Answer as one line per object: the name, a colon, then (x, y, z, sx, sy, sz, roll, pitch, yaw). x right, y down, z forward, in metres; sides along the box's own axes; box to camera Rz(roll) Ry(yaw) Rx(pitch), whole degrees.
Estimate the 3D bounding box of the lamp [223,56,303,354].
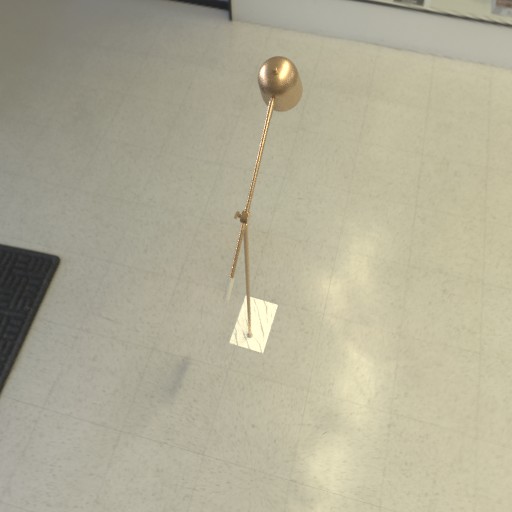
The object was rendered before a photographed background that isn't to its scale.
lamp: (0.000, 0.000, 1.828, 0.194, 1.594, 0.653, 16, 64, 8)
